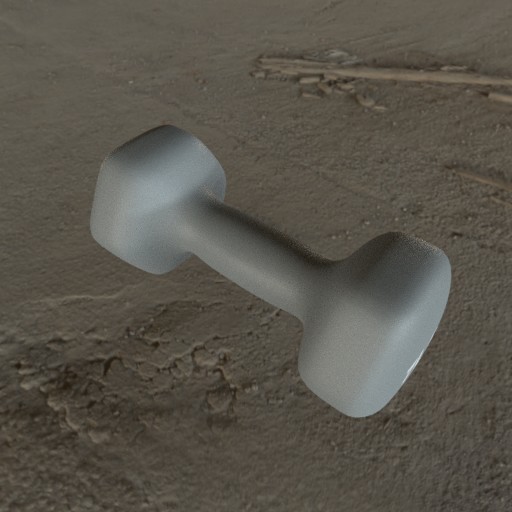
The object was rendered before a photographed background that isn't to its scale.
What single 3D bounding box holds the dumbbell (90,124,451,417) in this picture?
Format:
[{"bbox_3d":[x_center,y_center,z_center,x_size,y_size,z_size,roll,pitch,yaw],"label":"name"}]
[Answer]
[{"bbox_3d":[0.000,0.000,0.231,0.184,0.081,0.090,31,54,26],"label":"dumbbell"}]
